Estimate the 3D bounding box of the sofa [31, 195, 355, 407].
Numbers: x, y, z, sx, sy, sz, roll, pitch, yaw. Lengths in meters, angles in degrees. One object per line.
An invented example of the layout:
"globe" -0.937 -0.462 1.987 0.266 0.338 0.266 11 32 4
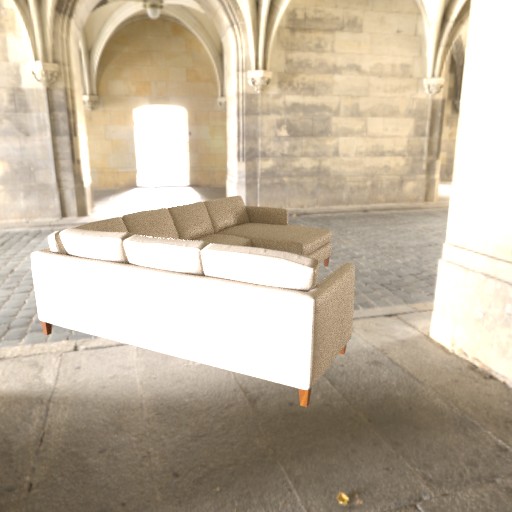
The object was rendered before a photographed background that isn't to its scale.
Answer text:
"sofa" 0.000 0.000 4.719 2.594 0.961 3.460 7 16 26
